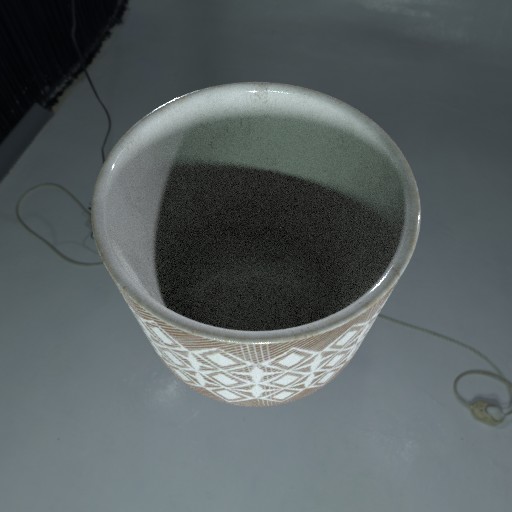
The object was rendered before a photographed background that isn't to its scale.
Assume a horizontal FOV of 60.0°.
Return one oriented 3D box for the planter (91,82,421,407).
[{"bbox_3d":[0.000,0.000,0.217,0.126,0.104,0.126,0,59,0],"label":"planter"}]
